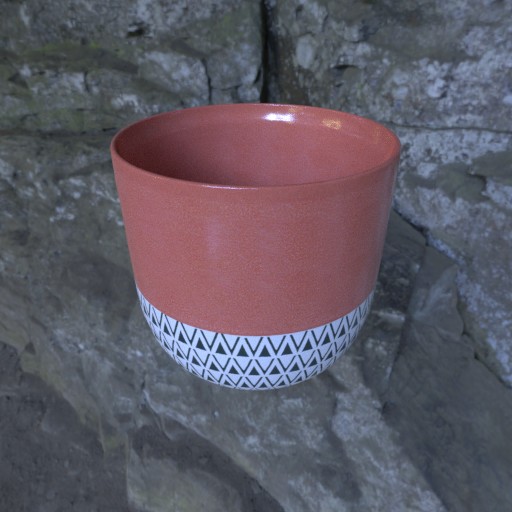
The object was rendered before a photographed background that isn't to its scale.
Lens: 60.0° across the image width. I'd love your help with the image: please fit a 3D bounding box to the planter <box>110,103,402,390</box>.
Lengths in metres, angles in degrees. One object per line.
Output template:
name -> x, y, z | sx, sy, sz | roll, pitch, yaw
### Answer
planter -> 0.000, 0.000, 0.488 | 0.266, 0.270, 0.266 | 0, 31, 0
